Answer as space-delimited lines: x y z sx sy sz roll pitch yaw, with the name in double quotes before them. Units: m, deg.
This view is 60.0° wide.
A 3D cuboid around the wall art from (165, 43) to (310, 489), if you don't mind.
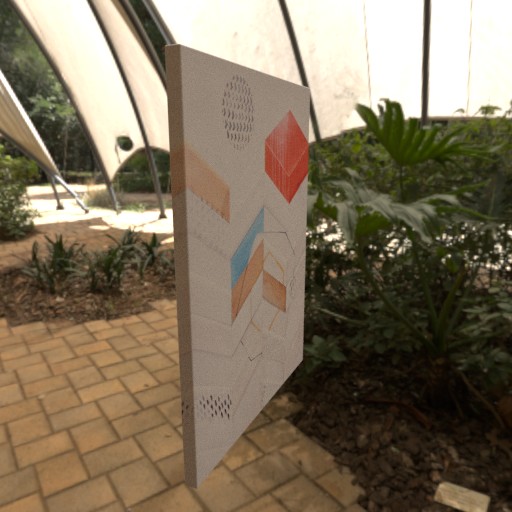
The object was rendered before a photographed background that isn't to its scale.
"wall art" 0.000 0.000 1.312 0.045 1.014 0.759 7 15 25
